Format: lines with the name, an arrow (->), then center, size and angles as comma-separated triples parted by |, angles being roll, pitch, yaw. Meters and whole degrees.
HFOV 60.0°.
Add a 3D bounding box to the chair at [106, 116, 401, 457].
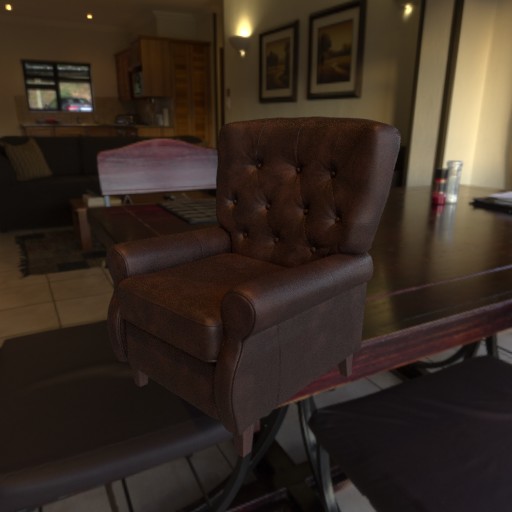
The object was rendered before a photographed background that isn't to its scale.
chair -> 0.000, 0.000, 1.920 | 0.948, 1.158, 1.058 | 15, 22, 40
